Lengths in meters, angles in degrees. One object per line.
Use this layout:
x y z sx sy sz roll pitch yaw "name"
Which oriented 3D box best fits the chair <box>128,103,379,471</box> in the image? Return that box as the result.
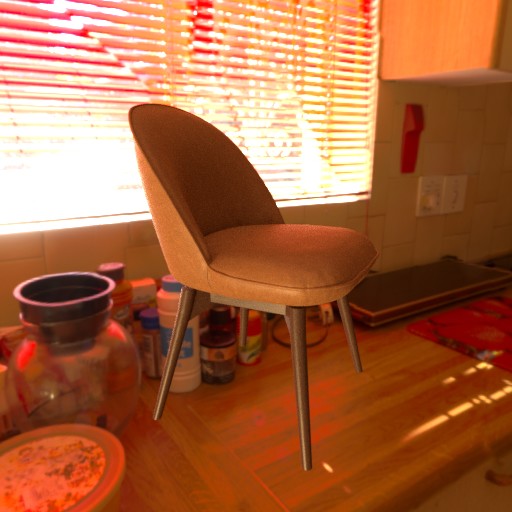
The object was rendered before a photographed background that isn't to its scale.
0.000 0.000 1.241 0.631 0.831 0.521 7 16 25 "chair"
